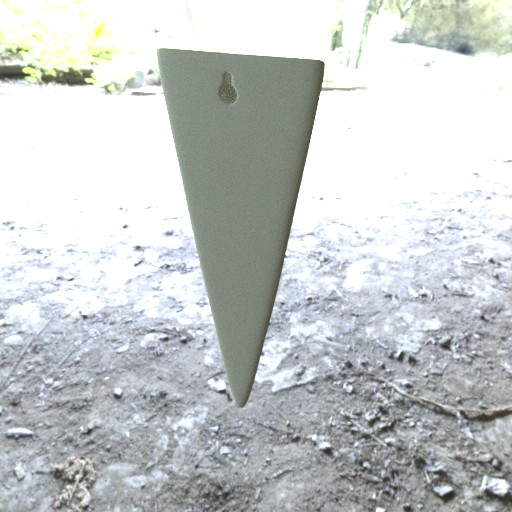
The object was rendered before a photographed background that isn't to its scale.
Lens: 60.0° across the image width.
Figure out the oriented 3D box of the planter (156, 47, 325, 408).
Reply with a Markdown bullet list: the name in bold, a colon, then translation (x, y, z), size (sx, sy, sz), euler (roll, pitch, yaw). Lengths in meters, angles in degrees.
- **planter**: translation (0.000, 0.000, 0.399), size (0.143, 0.338, 0.065), euler (20, 35, 31)
